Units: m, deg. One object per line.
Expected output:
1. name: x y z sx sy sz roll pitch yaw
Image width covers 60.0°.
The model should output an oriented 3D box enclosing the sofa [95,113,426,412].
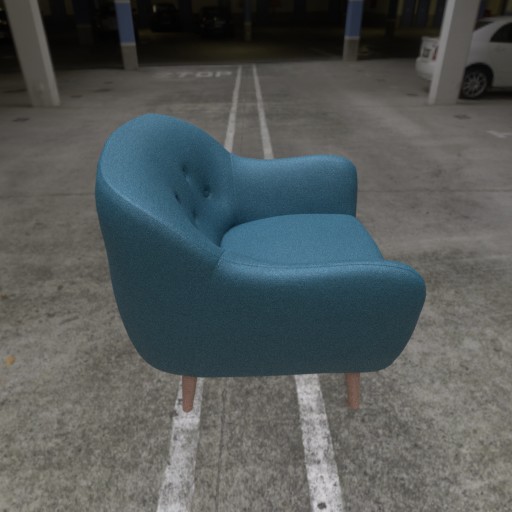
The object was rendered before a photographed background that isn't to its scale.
1. sofa: 0.000 0.000 1.459 0.825 0.817 0.836 -1 32 -1
